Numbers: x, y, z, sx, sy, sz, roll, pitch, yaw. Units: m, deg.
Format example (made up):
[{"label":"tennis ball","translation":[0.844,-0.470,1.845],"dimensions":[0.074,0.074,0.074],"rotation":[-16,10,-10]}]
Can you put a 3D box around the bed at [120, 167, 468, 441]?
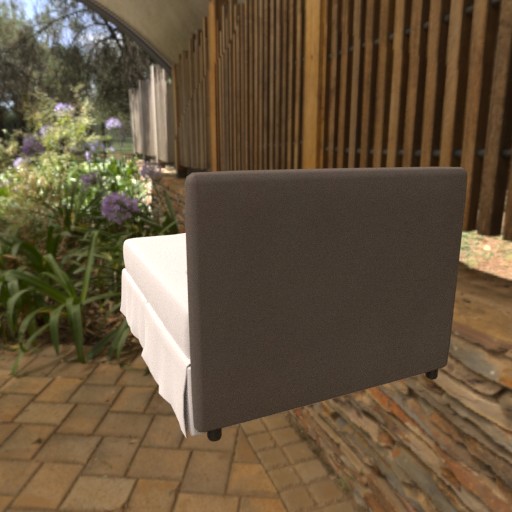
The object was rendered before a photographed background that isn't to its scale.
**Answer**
[{"label":"bed","translation":[0.000,0.000,3.249],"dimensions":[1.723,1.330,2.142],"rotation":[-6,15,-24]}]
